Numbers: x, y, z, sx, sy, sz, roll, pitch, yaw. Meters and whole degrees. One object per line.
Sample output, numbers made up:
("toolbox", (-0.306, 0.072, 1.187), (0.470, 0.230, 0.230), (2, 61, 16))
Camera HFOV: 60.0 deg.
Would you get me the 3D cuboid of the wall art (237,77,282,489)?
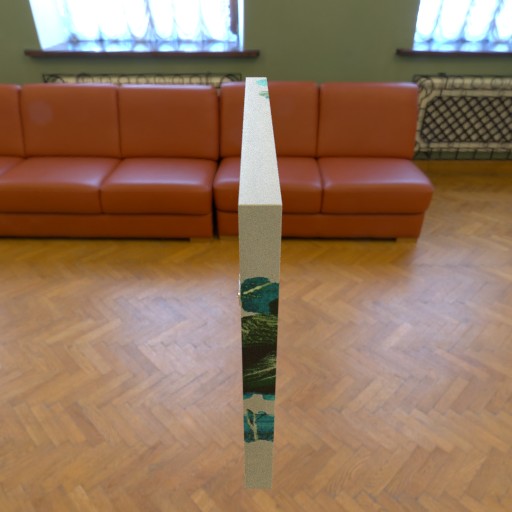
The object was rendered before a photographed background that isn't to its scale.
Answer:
("wall art", (0.000, 0.000, 0.703), (0.041, 0.435, 0.507), (0, 33, 0))
